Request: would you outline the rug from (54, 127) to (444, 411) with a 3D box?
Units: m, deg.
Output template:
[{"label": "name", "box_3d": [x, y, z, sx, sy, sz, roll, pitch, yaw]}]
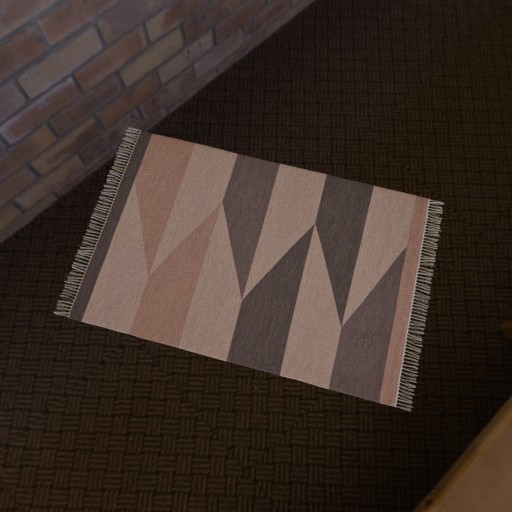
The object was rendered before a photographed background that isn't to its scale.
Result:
[{"label": "rug", "box_3d": [0.000, 0.000, 2.553, 2.021, 0.027, 1.224, 14, 74, 4]}]
